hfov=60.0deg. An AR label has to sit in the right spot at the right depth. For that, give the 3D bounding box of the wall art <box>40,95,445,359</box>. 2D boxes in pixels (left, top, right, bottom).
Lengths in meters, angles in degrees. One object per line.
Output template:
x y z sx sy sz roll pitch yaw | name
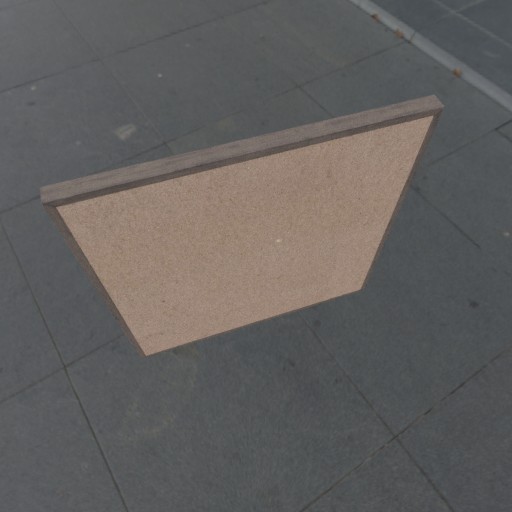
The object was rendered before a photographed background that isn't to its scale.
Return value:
0.000 0.000 1.129 0.762 0.762 0.038 -16 59 -10 | wall art
